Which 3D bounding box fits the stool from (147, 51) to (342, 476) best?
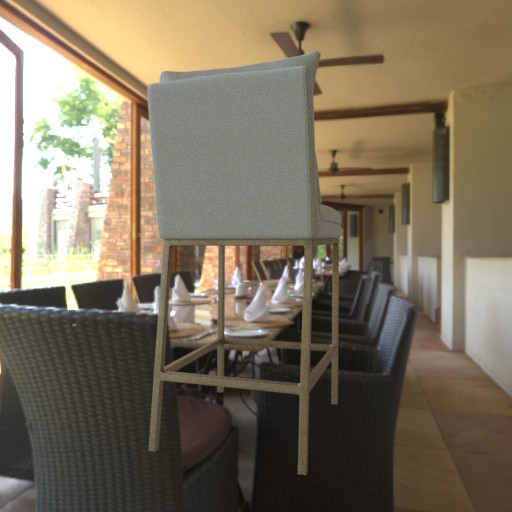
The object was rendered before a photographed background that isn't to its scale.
[{"bbox_3d":[0.000,0.000,1.352,0.463,1.032,0.572,0,0,17],"label":"stool"}]
